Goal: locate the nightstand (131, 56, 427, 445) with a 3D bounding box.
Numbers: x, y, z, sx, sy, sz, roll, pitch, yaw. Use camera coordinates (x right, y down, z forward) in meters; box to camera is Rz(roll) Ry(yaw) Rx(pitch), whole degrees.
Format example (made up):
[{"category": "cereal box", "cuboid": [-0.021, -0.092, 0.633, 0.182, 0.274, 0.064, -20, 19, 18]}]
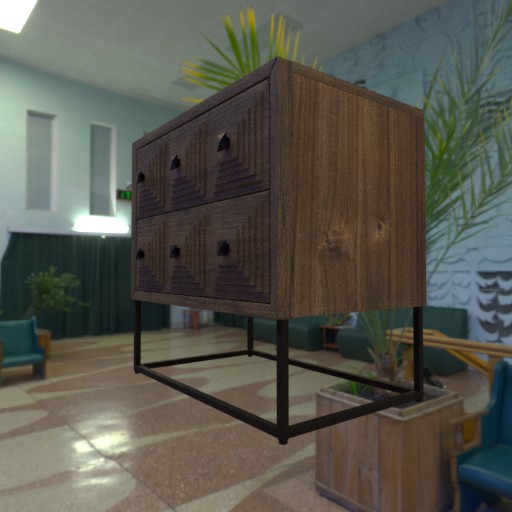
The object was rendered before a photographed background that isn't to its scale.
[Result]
[{"category": "nightstand", "cuboid": [0.000, 0.000, 1.042, 0.437, 0.610, 0.610, 1, -2, -37]}]
